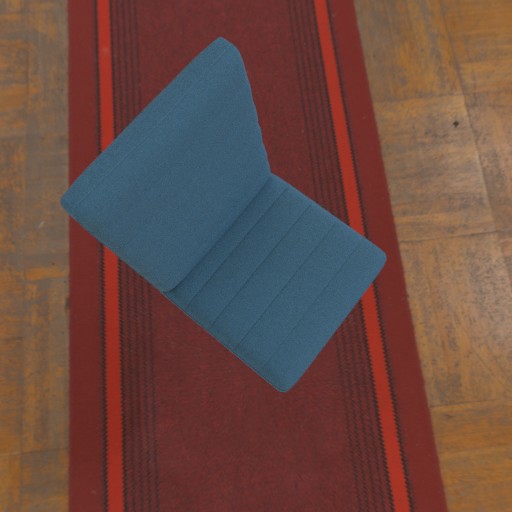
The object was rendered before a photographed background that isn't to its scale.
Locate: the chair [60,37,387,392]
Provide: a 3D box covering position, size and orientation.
[{"bbox_3d":[0.000,0.000,1.315,0.634,0.930,0.520,38,79,9],"label":"chair"}]
